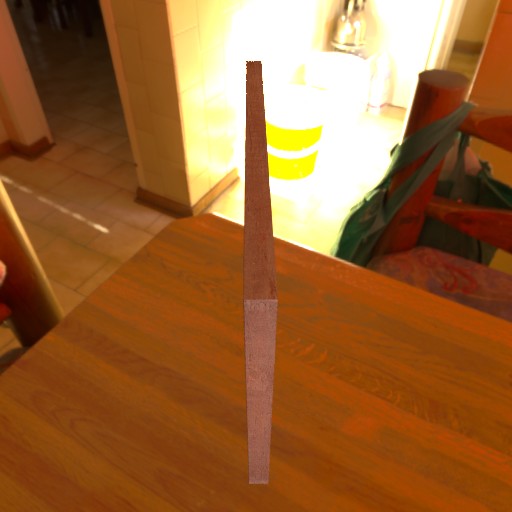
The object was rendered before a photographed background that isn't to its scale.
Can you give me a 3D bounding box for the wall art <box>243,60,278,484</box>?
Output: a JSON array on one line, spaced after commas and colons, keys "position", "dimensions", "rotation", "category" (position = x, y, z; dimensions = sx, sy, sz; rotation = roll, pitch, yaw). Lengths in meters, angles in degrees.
[{"position": [0.000, 0.000, 1.727], "dimensions": [0.070, 1.009, 1.320], "rotation": [-1, 44, -1], "category": "wall art"}]
